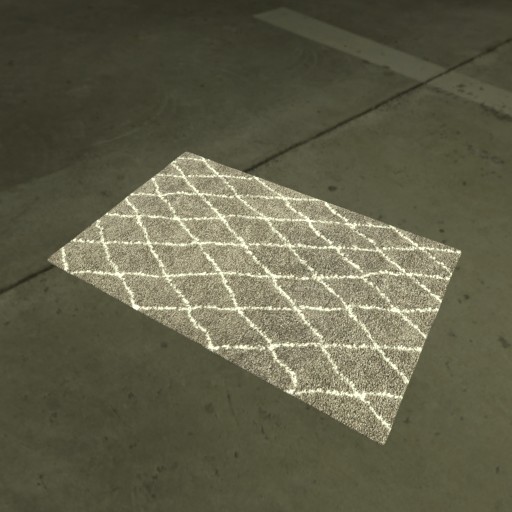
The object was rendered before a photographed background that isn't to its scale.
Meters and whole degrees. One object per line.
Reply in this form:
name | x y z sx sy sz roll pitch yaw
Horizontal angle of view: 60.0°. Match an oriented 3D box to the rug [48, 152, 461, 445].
rug | 0.000 0.000 3.485 2.743 0.030 1.778 24 50 21
